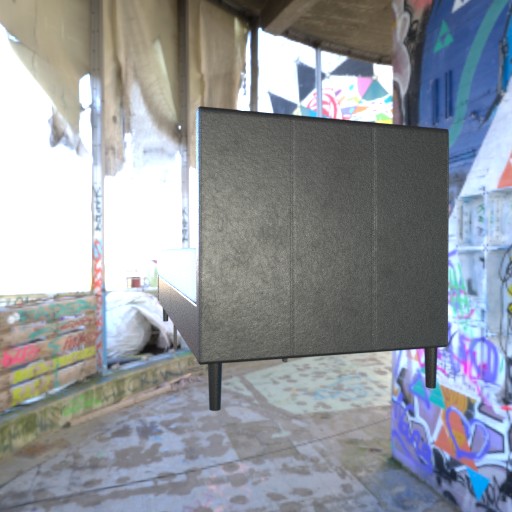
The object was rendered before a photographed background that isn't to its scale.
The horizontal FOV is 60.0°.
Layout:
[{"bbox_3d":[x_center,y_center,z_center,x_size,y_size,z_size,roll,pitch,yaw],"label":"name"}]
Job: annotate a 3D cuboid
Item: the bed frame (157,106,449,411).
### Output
[{"bbox_3d":[0.000,0.000,2.509,1.038,1.046,2.152,0,1,-16],"label":"bed frame"}]
